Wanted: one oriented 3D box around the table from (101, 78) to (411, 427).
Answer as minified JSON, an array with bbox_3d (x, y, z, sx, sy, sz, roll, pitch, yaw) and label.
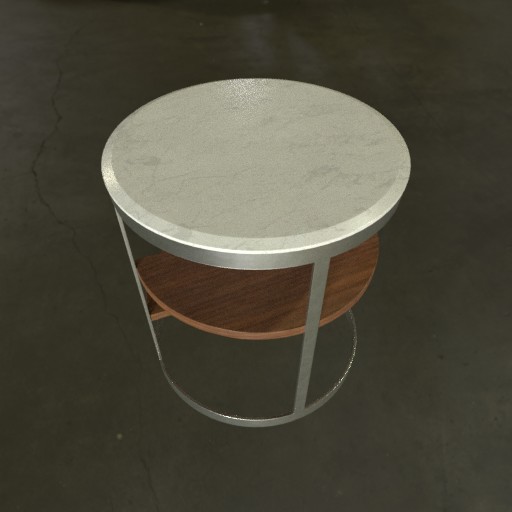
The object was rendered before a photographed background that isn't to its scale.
[{"bbox_3d":[0.000,0.000,0.756,0.407,0.447,0.407,0,46,0],"label":"table"}]
